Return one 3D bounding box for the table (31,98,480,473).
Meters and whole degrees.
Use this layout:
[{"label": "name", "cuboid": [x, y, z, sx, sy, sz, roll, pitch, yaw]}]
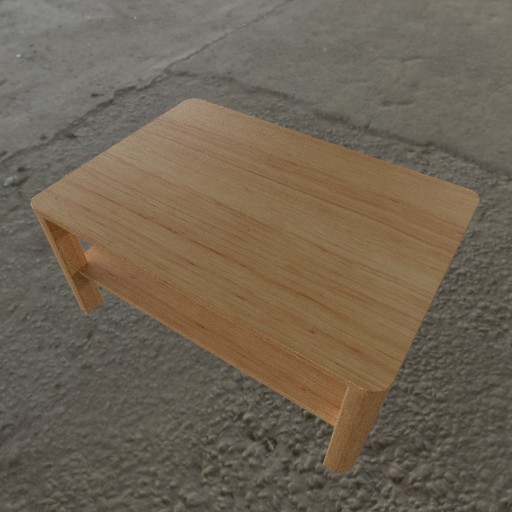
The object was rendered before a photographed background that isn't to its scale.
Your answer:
[{"label": "table", "cuboid": [0.000, 0.000, 1.333, 0.997, 0.445, 0.696, 25, 52, 22]}]
